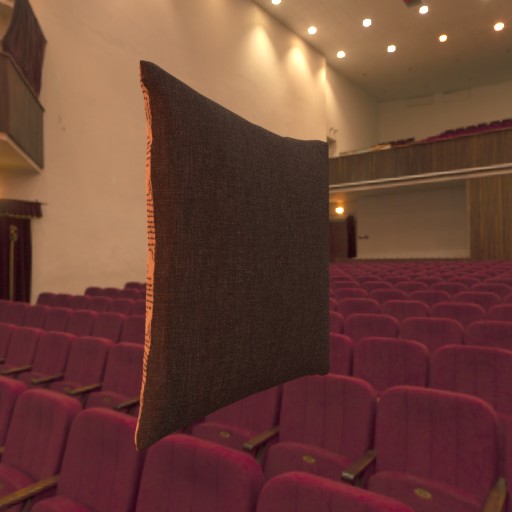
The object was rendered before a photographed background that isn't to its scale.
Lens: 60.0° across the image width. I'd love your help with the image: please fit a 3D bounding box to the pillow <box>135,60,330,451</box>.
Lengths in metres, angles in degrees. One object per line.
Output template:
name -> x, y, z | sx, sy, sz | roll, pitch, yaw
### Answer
pillow -> 0.000, 0.000, 0.776 | 0.145, 0.510, 0.510 | -1, -1, 37
